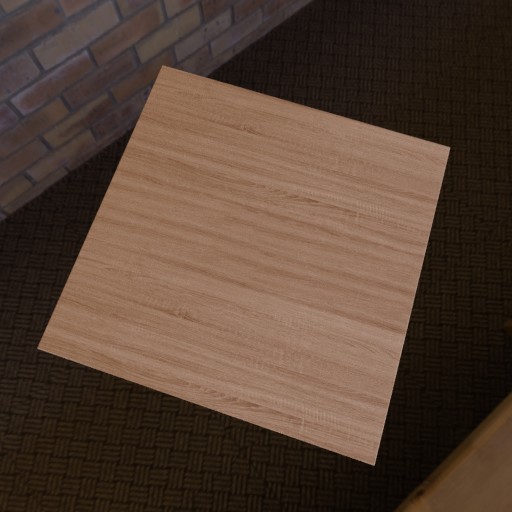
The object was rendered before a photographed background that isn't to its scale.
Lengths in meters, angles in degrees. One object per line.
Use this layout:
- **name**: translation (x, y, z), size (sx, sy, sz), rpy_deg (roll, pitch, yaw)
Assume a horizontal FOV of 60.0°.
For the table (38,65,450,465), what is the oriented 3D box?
- **table**: translation (0.000, 0.000, 1.356), size (0.890, 0.305, 0.890), rpy_deg (18, 76, 5)
